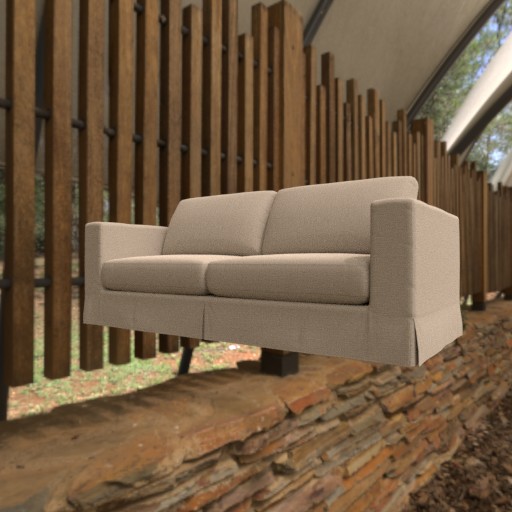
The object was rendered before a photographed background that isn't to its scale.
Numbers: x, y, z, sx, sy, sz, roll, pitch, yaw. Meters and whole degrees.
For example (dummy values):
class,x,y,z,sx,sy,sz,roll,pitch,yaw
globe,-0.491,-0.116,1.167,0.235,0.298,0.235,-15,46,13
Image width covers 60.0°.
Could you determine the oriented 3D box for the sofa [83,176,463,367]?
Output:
class,x,y,z,sx,sy,sz,roll,pitch,yaw
sofa,0.000,0.000,2.708,2.163,0.881,0.954,0,-1,35
